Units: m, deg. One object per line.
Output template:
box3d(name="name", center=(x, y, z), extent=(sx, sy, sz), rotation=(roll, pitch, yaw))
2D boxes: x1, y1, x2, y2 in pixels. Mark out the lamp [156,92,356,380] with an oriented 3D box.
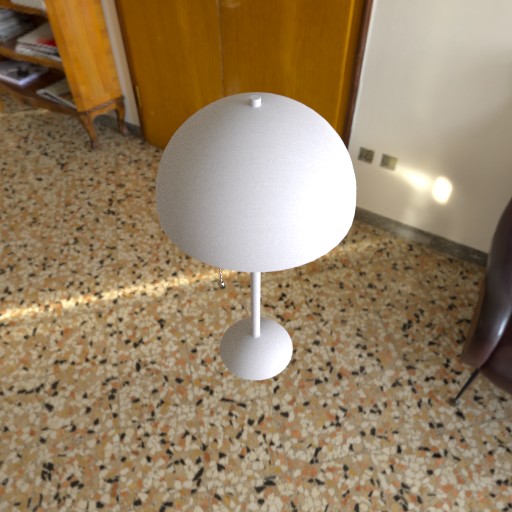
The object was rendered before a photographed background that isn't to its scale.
box3d(name="lamp", center=(0.000, 0.000, 0.440), extent=(0.171, 0.330, 0.171), rotation=(0, 46, 0))
